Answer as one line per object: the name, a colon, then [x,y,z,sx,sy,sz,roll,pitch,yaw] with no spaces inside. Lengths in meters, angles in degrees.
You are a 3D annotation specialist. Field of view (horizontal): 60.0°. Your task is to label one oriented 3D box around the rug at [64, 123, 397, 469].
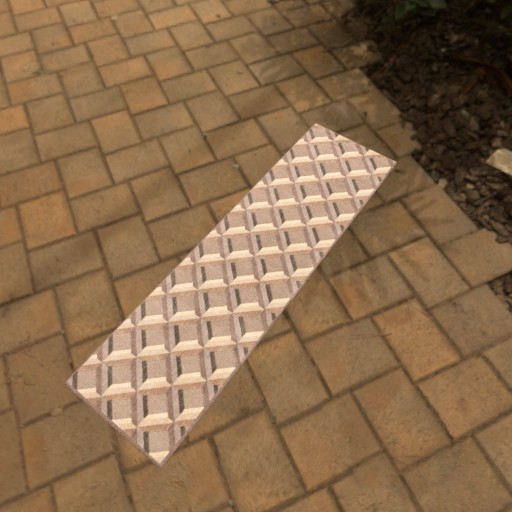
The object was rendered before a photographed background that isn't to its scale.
rug: [0.000,0.000,2.709,0.685,0.013,2.437,32,63,18]
